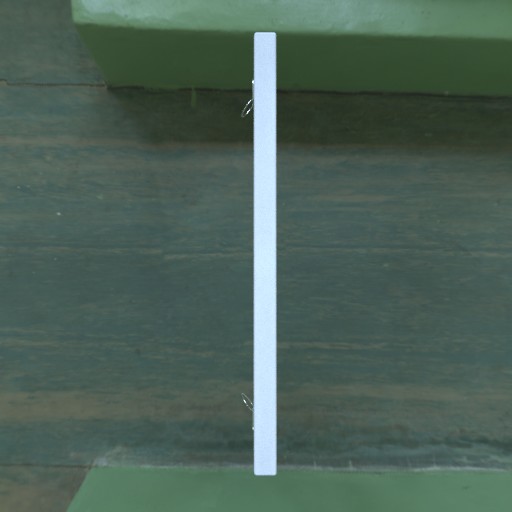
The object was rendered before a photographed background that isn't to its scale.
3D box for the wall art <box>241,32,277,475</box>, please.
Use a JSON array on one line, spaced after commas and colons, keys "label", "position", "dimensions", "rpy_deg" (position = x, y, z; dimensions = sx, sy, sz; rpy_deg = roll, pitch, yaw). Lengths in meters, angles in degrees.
[{"label": "wall art", "position": [0.000, 0.000, 1.125], "dimensions": [0.065, 0.747, 0.755], "rpy_deg": [0, 89, 0]}]
